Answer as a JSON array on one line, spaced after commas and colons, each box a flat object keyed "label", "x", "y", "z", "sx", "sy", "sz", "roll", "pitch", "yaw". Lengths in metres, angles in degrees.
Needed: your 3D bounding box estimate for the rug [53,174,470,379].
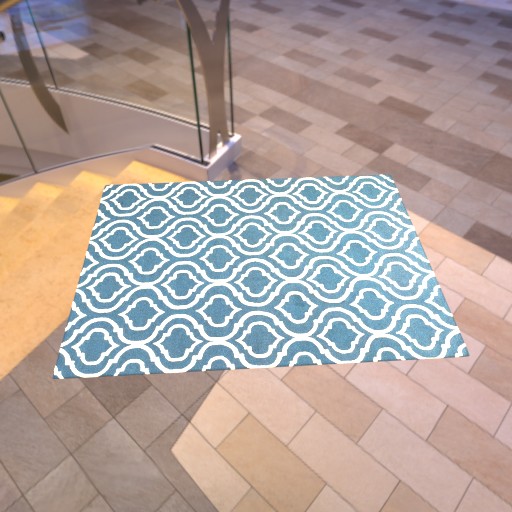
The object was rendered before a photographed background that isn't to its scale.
[{"label": "rug", "x": 0.000, "y": 0.000, "z": 4.369, "sx": 3.353, "sy": 0.010, "sz": 2.438, "roll": -3, "pitch": 47, "yaw": -2}]
